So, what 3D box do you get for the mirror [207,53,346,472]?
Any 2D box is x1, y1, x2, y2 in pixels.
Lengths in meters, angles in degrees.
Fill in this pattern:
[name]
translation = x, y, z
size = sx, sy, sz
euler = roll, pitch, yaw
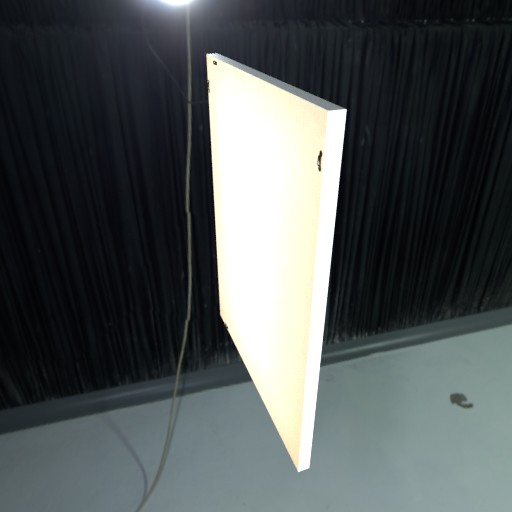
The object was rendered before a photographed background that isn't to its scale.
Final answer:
[mirror]
translation = 0.000, 0.000, 1.319
size = 0.040, 1.016, 0.762
euler = -11, 33, -18
